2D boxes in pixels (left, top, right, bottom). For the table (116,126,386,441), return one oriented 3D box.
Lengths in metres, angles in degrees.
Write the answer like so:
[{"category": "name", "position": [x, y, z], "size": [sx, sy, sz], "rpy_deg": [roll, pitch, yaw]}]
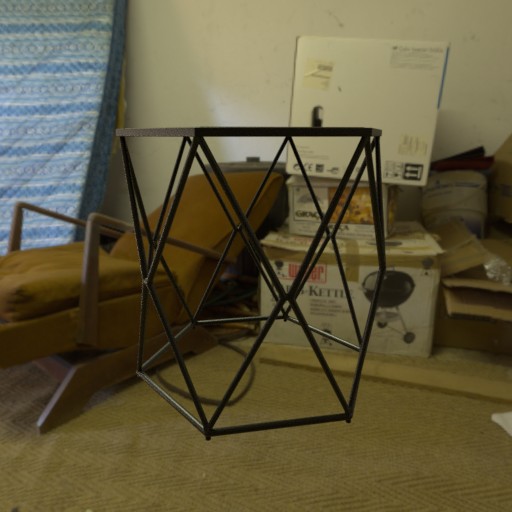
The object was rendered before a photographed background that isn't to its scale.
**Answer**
[{"category": "table", "position": [0.000, 0.000, 1.023], "size": [0.578, 0.564, 0.579], "rpy_deg": [-3, 16, -10]}]
